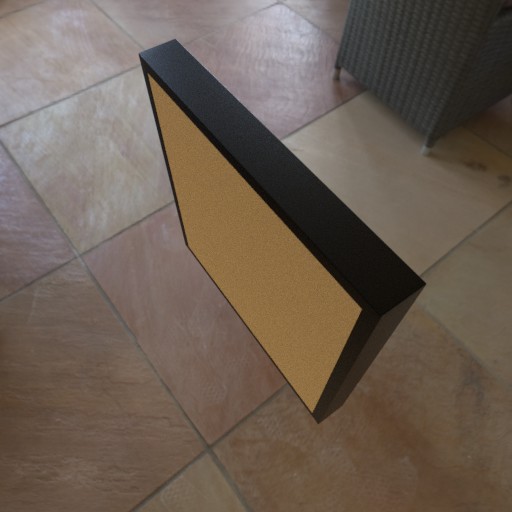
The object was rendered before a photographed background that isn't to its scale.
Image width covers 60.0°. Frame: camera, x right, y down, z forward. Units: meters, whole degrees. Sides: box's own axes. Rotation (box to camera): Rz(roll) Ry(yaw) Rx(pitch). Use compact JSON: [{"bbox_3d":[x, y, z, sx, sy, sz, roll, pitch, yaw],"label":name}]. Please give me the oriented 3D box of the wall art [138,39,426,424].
[{"bbox_3d":[0.000,0.000,0.448,0.037,0.299,0.299,-31,63,-18],"label":"wall art"}]
